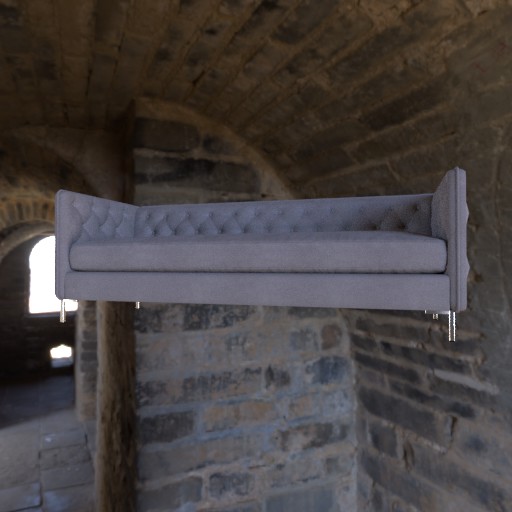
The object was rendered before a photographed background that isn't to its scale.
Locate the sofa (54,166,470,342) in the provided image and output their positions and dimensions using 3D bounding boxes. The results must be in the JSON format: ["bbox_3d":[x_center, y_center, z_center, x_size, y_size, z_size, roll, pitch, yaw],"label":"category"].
[{"bbox_3d":[0.000,0.000,2.634,2.209,0.771,0.895,0,-1,17],"label":"sofa"}]
